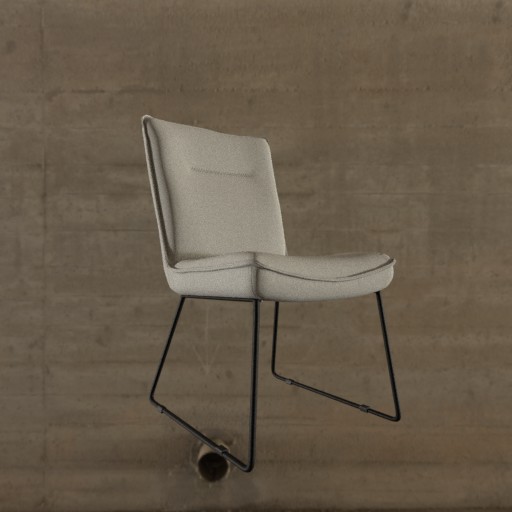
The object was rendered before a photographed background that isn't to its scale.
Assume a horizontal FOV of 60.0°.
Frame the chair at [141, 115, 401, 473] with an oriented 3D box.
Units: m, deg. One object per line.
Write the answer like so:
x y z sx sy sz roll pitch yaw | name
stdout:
0.000 0.000 1.353 0.515 0.930 0.688 0 0 -35 | chair
